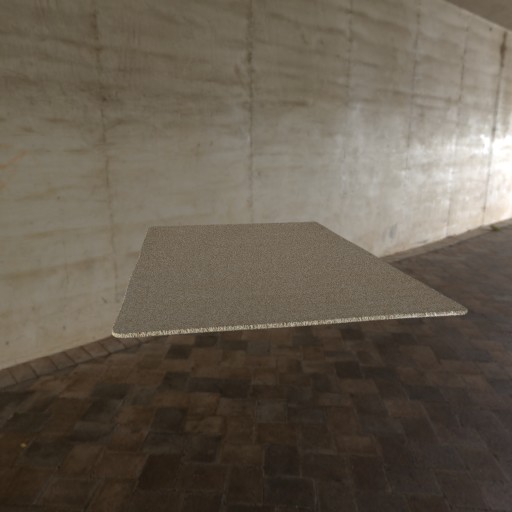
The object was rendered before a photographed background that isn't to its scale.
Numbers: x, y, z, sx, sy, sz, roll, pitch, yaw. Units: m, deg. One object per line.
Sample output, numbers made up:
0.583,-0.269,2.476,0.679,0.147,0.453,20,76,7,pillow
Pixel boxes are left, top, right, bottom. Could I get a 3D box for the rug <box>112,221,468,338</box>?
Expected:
0.000,0.000,3.436,1.798,0.025,2.698,-2,15,-9,rug
